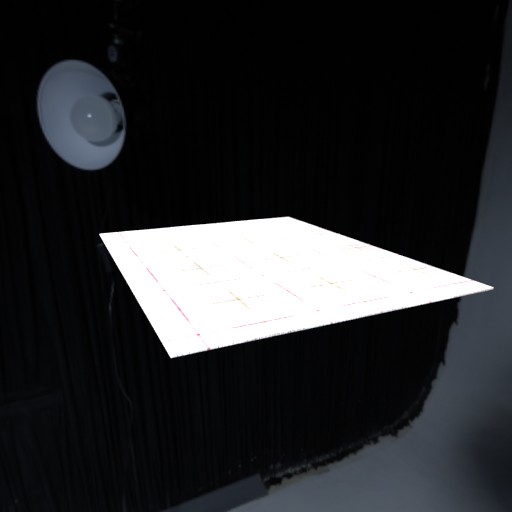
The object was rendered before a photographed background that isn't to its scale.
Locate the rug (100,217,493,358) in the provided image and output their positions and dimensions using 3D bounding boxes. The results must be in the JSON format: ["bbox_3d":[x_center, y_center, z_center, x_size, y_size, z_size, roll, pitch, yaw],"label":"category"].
[{"bbox_3d":[0.000,0.000,3.945,2.317,0.016,2.959,-7,17,-24],"label":"rug"}]
